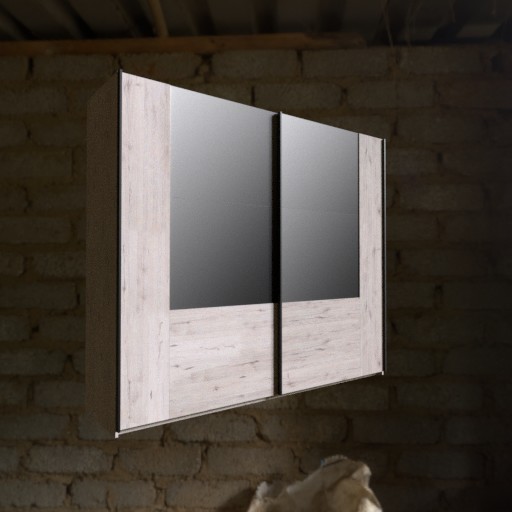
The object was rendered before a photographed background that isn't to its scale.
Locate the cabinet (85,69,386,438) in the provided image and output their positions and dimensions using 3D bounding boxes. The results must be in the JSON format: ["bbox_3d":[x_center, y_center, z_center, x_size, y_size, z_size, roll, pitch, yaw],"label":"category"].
[{"bbox_3d":[0.000,0.000,3.611,2.500,2.180,0.660,1,-1,-37],"label":"cabinet"}]
